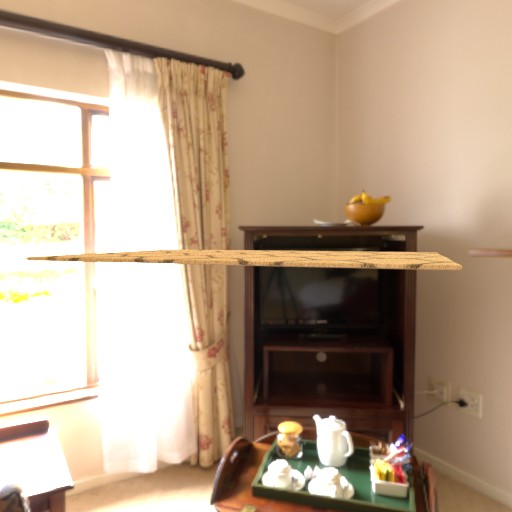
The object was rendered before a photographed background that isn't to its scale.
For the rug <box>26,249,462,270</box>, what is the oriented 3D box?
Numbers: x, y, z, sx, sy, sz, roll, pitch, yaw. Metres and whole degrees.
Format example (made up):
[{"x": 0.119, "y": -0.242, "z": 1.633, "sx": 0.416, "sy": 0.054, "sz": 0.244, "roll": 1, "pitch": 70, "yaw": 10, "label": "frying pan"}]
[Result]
[{"x": 0.000, "y": 0.000, "z": 3.408, "sx": 2.701, "sy": 0.026, "sz": 1.801, "roll": 1, "pitch": 3, "yaw": 19, "label": "rug"}]
